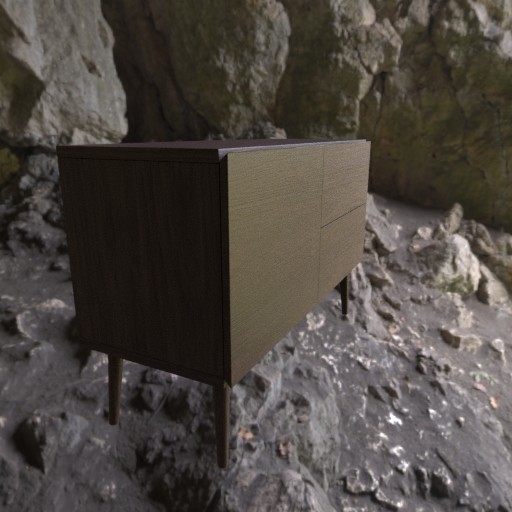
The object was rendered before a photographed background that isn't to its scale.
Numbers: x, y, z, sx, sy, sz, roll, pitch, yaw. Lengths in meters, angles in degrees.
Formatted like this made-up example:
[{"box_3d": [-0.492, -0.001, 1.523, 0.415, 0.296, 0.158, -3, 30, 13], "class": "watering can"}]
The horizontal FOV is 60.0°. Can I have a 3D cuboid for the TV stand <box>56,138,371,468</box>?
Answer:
[{"box_3d": [0.000, 0.000, 1.322, 0.405, 0.660, 0.990, 8, 18, 26], "class": "TV stand"}]
